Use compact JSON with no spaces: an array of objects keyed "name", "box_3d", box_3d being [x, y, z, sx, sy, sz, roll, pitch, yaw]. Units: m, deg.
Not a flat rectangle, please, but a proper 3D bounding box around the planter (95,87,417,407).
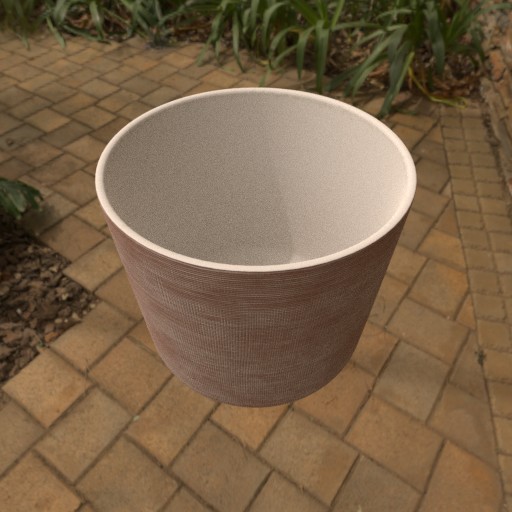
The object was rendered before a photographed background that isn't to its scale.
[{"name":"planter","box_3d":[0.000,0.000,0.765,0.440,0.398,0.440,0,45,0]}]
